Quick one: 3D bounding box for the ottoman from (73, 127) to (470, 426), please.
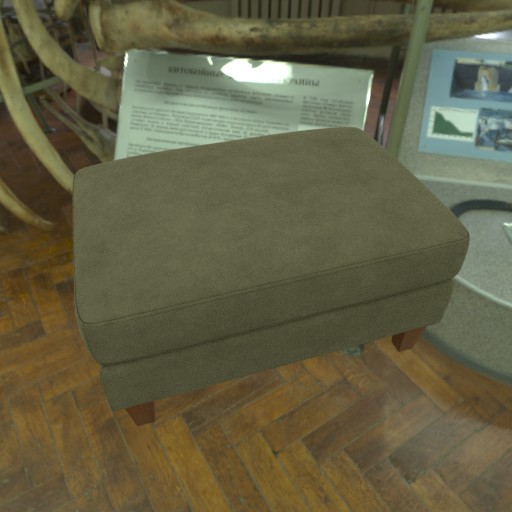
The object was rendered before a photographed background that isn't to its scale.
[{"bbox_3d":[0.000,0.000,1.192,0.864,0.483,0.584,-12,43,-13],"label":"ottoman"}]
